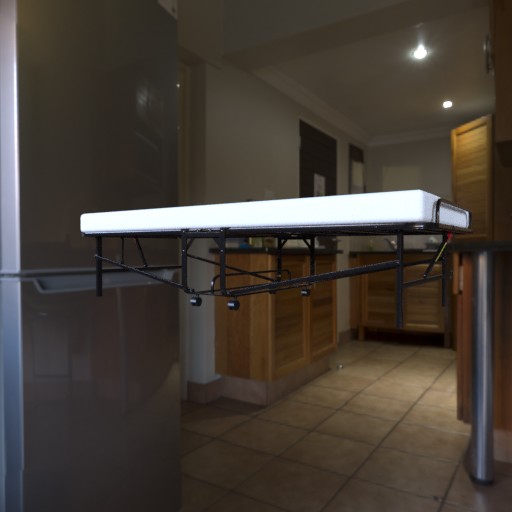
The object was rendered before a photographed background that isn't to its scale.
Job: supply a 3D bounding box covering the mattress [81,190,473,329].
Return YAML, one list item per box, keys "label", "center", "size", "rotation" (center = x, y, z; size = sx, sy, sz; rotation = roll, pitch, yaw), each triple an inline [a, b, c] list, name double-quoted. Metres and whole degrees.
- label: "mattress"
  center: [0.000, 0.000, 2.545]
  size: [2.153, 0.519, 0.922]
  rotation: [1, 1, 35]
